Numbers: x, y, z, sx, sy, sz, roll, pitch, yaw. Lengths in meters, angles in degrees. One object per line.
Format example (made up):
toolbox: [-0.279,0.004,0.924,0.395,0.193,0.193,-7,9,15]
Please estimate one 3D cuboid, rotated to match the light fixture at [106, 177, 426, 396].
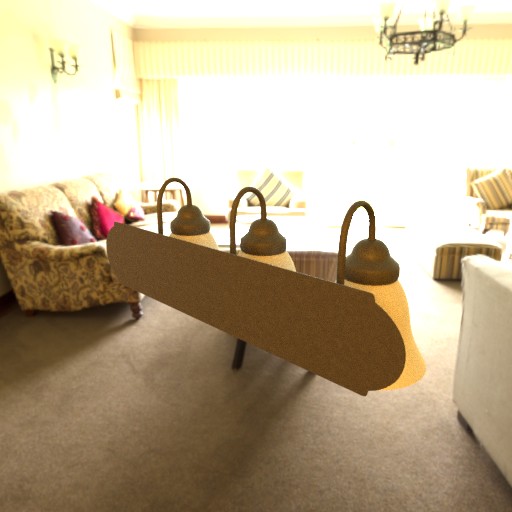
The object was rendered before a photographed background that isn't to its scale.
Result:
light fixture: [0.000,0.000,0.703,0.610,0.222,0.199,15,22,43]
